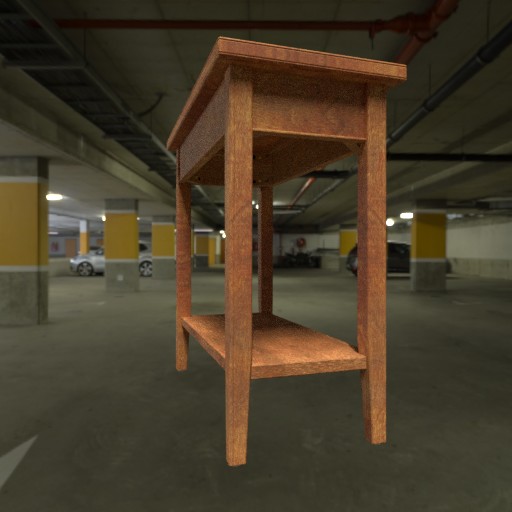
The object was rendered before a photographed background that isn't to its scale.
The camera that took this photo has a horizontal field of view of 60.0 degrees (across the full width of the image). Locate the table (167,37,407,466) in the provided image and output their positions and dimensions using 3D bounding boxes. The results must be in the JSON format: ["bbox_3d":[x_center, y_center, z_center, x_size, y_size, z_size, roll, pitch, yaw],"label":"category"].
[{"bbox_3d":[0.000,0.000,0.946,0.305,0.610,0.610,0,1,-18],"label":"table"}]
